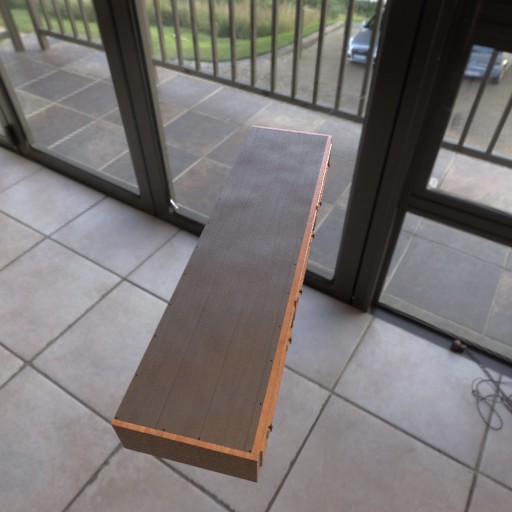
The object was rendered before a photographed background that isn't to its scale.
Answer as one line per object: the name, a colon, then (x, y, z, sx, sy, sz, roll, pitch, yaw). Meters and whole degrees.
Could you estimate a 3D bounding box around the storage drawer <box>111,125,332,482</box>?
storage drawer: (0.000, 0.000, 2.255, 0.538, 0.264, 2.032, 10, 47, 9)
